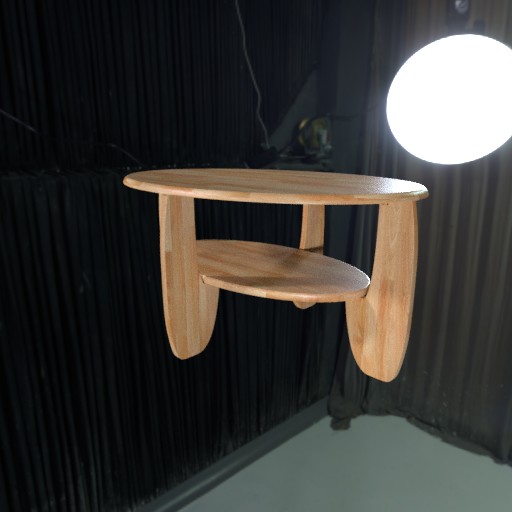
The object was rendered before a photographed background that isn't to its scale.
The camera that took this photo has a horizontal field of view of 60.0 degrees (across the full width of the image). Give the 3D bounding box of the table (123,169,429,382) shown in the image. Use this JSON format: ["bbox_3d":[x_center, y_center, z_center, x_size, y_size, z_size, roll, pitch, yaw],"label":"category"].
[{"bbox_3d":[0.000,0.000,1.403,1.040,0.490,0.690,14,20,43],"label":"table"}]
